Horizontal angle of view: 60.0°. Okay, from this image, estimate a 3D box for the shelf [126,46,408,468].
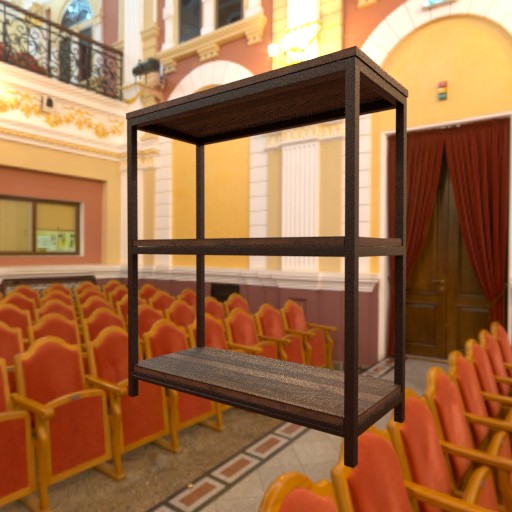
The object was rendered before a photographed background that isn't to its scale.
[{"bbox_3d":[0.000,0.000,1.379,0.822,0.947,0.352,1,1,37],"label":"shelf"}]
